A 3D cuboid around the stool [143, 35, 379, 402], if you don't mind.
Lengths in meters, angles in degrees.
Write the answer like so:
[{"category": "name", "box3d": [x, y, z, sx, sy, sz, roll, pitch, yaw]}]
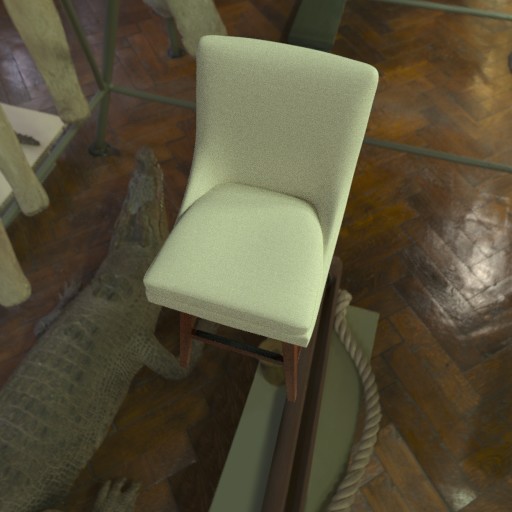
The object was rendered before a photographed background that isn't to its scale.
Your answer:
[{"category": "stool", "box3d": [0.000, 0.000, 1.387, 0.470, 1.097, 0.559, 15, 59, 9]}]
